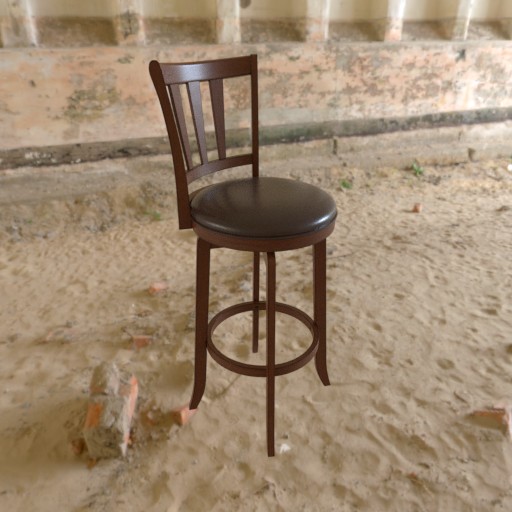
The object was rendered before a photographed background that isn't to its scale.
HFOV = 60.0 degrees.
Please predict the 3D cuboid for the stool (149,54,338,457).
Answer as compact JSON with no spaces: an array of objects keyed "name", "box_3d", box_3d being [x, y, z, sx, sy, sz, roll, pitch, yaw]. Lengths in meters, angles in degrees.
[{"name":"stool","box_3d":[0.000,0.000,1.443,0.503,1.177,0.464,18,32,31]}]
